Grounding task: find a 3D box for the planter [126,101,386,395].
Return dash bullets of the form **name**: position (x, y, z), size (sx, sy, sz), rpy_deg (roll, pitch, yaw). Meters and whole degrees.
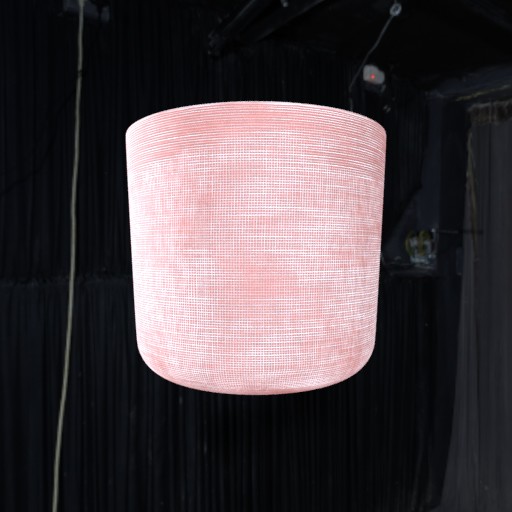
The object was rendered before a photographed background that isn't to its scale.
- **planter**: position (0.000, 0.000, 0.783), size (0.440, 0.398, 0.440), rpy_deg (0, 1, 0)
